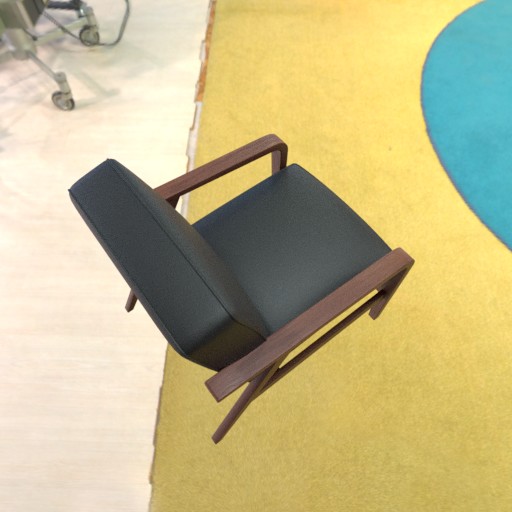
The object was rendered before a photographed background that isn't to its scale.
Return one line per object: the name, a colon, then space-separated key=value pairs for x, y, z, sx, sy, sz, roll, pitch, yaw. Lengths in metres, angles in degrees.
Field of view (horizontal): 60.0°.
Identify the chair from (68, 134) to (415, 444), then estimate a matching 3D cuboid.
chair: x=0.000 y=0.000 z=1.526 sx=0.889 sy=0.861 sz=0.719 roll=-33 pitch=64 yaw=-18
